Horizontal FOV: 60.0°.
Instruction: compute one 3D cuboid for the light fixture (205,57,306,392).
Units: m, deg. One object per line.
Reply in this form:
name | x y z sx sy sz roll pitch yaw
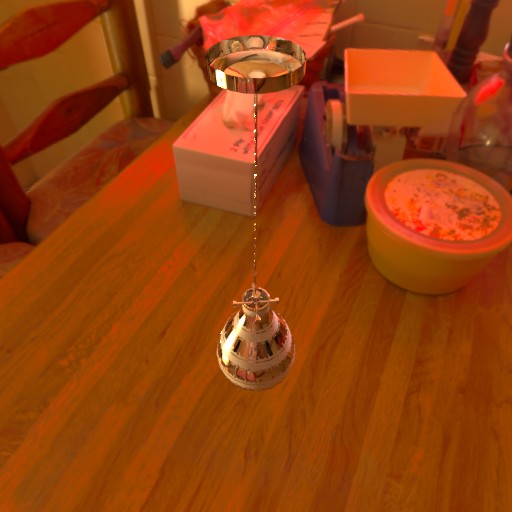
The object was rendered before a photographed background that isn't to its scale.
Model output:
light fixture | 0.000 0.000 1.627 0.374 1.457 0.374 -4 47 -4
